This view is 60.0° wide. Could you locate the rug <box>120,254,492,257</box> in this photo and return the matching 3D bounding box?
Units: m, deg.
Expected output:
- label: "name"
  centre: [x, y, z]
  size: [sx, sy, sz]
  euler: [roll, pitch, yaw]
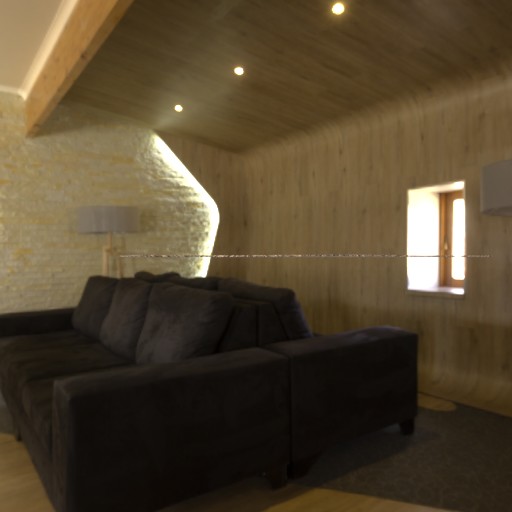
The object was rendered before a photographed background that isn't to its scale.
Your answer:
- label: "rug"
  centre: [0.000, 0.000, 5.285]
  size: [2.997, 0.020, 4.093]
  euler: [0, 0, -19]
